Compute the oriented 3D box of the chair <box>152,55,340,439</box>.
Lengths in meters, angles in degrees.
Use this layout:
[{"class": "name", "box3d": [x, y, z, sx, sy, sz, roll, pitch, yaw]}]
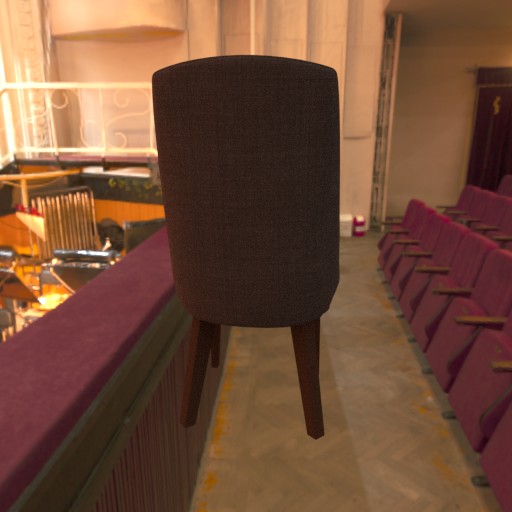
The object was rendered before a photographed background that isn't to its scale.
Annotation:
[{"class": "chair", "box3d": [0.000, 0.000, 1.365, 0.510, 1.050, 0.577, 2, 15, 8]}]
